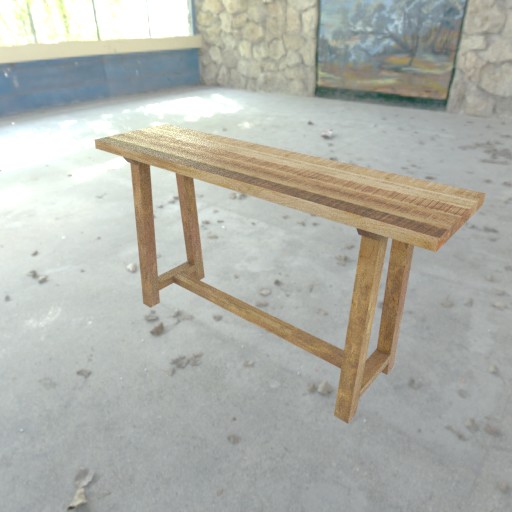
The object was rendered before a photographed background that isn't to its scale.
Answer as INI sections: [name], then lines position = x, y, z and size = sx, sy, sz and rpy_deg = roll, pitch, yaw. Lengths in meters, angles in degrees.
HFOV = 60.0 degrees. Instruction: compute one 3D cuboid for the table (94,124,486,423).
[table]
position = 0.000, 0.000, 1.865
size = 1.524, 0.810, 0.405
rpy_deg = 22, 36, 34
